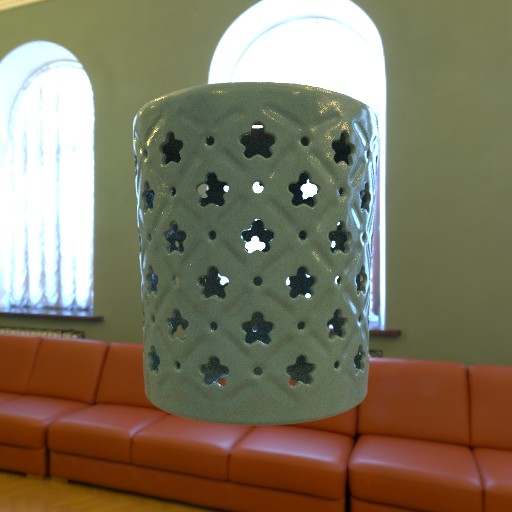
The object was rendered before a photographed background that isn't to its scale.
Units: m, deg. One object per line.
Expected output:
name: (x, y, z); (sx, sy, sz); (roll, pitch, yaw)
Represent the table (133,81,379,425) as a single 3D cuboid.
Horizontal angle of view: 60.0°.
table: (0.000, 0.000, 0.652); (0.352, 0.387, 0.352); (0, -1, 0)
